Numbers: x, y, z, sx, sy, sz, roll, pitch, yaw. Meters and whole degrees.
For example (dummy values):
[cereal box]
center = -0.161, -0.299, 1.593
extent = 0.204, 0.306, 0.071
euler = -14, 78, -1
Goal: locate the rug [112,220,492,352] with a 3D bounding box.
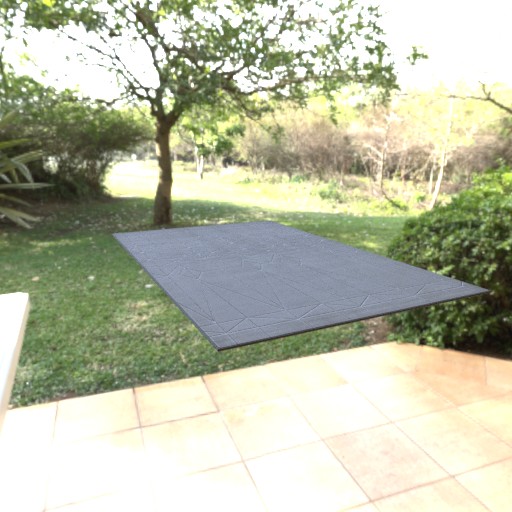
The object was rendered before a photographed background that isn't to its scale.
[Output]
[rug]
center = 0.000, 0.000, 3.026
extent = 1.524, 0.012, 2.438
euler = -7, 16, -26
